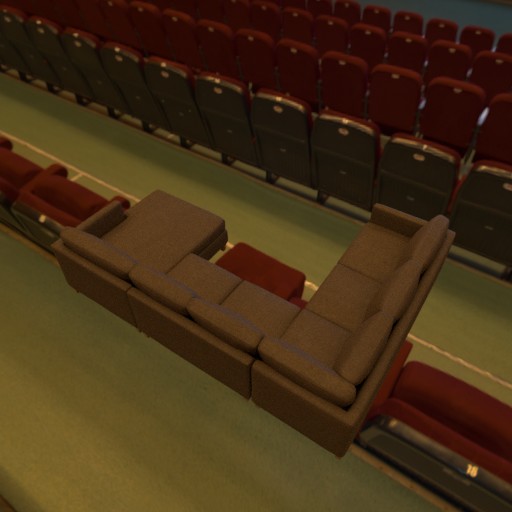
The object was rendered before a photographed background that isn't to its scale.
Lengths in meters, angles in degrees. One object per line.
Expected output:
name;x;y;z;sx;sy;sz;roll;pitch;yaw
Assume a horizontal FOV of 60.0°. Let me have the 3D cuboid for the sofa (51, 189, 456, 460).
sofa;0.000;0.000;4.820;3.460;0.961;2.594;26;51;23
